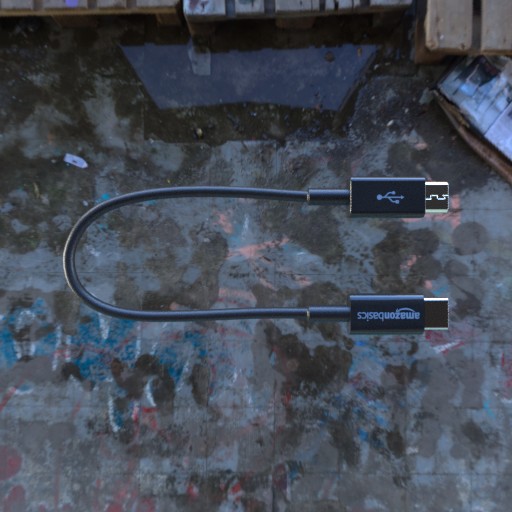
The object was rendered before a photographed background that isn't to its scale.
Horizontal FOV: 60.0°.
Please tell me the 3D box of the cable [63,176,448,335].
[{"bbox_3d":[0.000,0.000,0.114,0.098,0.006,0.040,0,90,-1],"label":"cable"}]
